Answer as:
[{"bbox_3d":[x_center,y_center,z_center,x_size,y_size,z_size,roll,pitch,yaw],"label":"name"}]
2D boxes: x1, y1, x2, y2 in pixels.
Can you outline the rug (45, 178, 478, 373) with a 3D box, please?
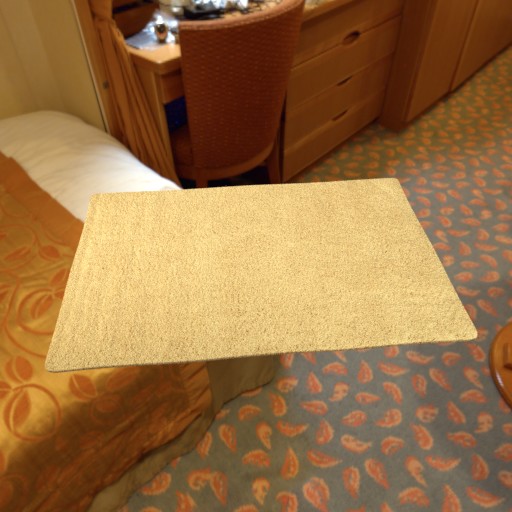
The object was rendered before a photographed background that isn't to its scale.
[{"bbox_3d":[0.000,0.000,2.890,2.349,0.025,1.500,-4,46,-3],"label":"rug"}]
